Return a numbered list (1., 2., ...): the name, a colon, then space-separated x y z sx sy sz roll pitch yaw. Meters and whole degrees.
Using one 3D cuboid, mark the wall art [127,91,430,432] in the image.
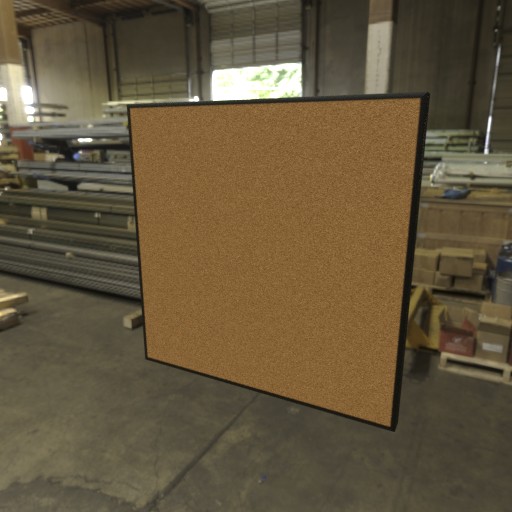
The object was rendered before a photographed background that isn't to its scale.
1. wall art: 0.000 0.000 1.147 0.769 0.766 0.042 8 17 27
